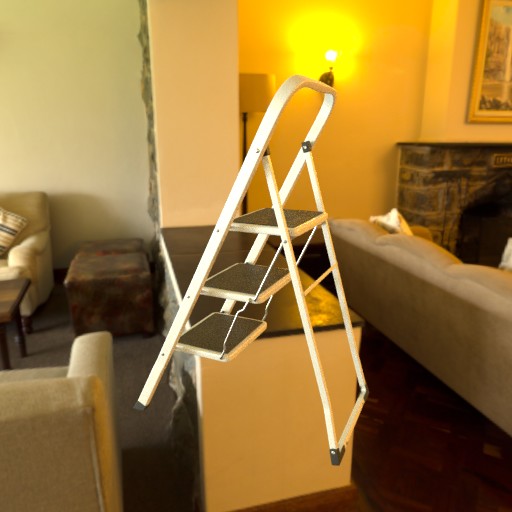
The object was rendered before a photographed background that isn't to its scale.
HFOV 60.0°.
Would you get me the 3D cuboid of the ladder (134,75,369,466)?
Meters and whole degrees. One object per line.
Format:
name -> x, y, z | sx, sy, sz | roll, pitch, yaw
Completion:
ladder -> 0.000, 0.000, 1.432 | 0.711, 1.050, 0.460 | 7, 17, 24
